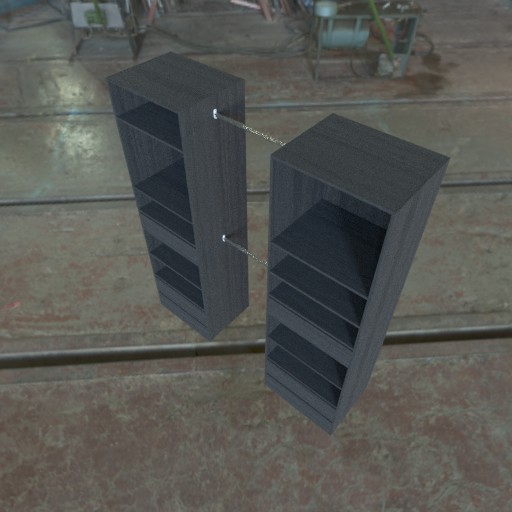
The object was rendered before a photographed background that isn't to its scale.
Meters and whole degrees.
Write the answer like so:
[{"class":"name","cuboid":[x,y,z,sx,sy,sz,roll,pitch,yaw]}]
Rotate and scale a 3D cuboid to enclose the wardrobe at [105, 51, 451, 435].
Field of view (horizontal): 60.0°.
[{"class":"wardrobe","cuboid":[0.000,0.000,2.875,1.770,2.000,0.480,31,53,27]}]
